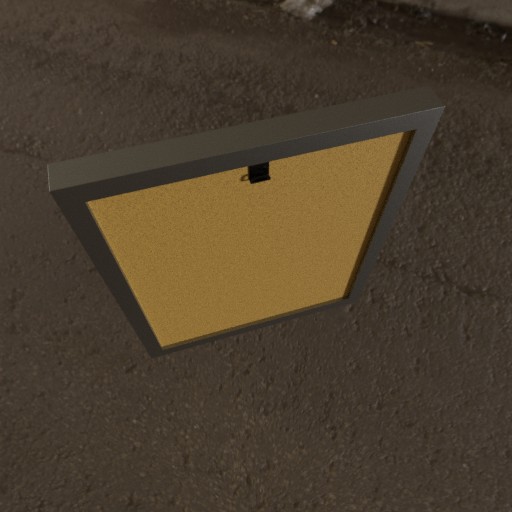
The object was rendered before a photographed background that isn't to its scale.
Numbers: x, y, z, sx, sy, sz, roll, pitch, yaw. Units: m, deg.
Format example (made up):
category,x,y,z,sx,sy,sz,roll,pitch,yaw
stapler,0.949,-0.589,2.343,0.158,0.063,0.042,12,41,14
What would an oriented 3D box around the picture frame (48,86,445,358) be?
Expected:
category,x,y,z,sx,sy,sz,roll,pitch,yaw
picture frame,0.000,0.000,1.332,0.839,0.968,0.073,-14,59,-9
